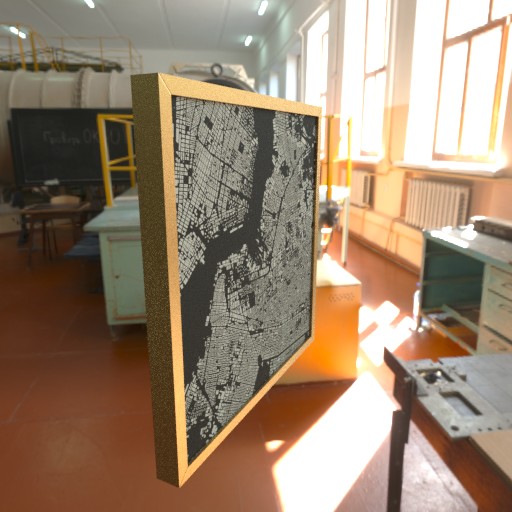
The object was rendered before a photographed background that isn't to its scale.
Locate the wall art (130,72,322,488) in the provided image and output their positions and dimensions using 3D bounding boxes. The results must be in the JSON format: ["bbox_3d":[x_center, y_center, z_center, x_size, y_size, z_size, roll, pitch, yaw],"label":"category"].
[{"bbox_3d":[0.000,0.000,1.881,0.095,1.284,1.284,7,16,27],"label":"wall art"}]
